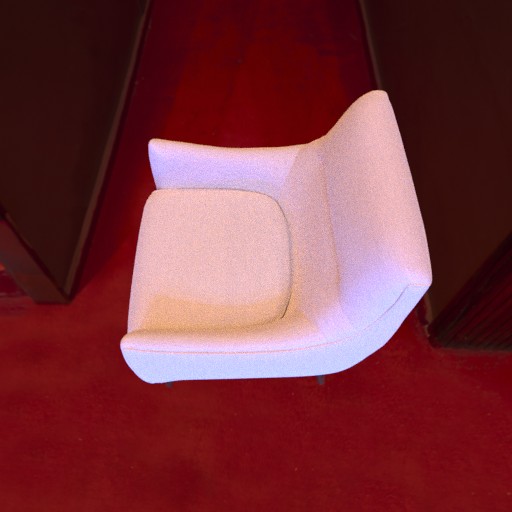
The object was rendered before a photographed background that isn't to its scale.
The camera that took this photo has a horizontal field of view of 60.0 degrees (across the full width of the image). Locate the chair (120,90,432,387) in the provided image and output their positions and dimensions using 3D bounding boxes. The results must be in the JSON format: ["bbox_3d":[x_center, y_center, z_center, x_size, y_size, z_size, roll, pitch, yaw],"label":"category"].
[{"bbox_3d":[0.000,0.000,1.433,0.787,0.838,0.762,-1,59,0],"label":"chair"}]
